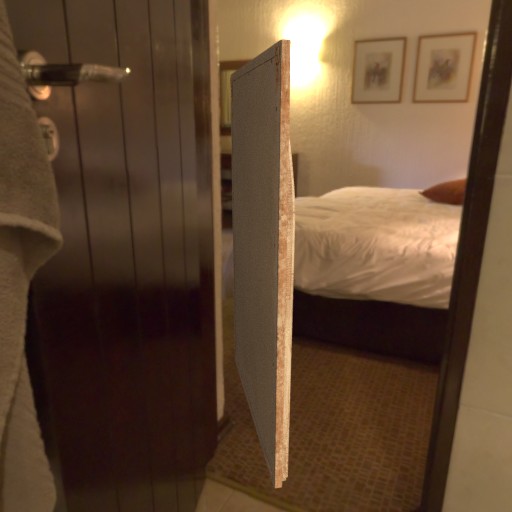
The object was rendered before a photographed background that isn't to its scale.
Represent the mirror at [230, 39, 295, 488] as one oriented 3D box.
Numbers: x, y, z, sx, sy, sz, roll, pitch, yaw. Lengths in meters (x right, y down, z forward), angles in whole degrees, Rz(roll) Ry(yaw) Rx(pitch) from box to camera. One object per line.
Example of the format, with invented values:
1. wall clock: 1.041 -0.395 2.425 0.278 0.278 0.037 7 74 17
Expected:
1. mirror: 0.000 0.000 0.973 0.058 0.787 0.495 -3 17 -11
